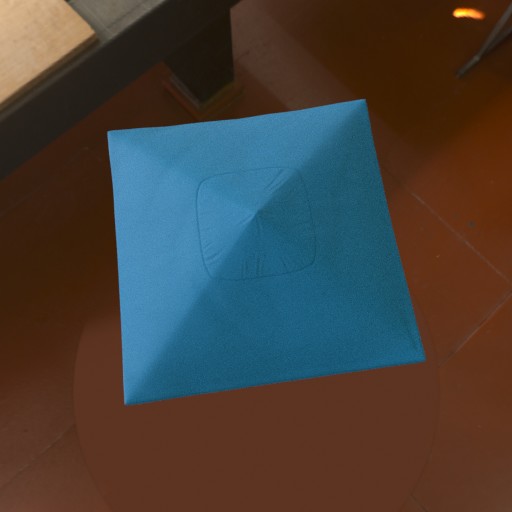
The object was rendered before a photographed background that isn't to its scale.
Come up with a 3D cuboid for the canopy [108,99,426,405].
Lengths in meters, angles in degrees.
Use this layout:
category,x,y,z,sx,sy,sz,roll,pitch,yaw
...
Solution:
category,x,y,z,sx,sy,sz,roll,pitch,yaw
canopy,0.000,0.000,5.404,2.996,2.997,2.998,-8,75,-2
